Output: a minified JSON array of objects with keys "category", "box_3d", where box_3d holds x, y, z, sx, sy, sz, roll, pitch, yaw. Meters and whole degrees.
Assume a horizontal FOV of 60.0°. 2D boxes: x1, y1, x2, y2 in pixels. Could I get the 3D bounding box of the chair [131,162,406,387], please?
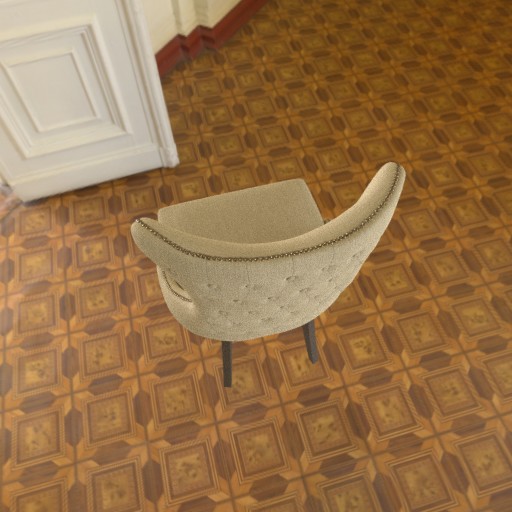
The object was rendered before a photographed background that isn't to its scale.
[{"category":"chair","box_3d":[0.000,0.000,1.396,0.628,0.967,0.635,-13,58,-8]}]
